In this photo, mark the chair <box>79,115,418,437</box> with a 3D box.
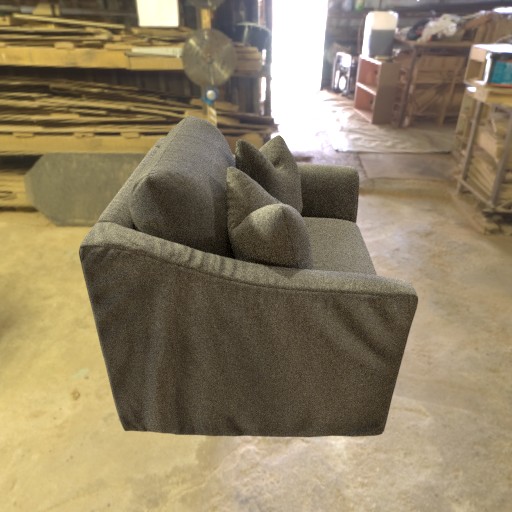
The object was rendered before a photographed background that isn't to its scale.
[{"bbox_3d":[0.000,0.000,1.995,1.071,1.059,1.194,1,31,1],"label":"chair"}]
